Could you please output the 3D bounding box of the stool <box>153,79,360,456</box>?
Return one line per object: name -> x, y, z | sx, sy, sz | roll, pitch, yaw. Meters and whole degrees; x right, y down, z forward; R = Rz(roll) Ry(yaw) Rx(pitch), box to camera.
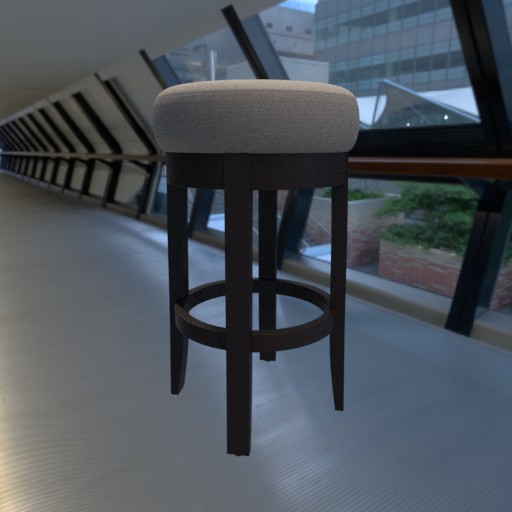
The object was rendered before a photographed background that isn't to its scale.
stool -> 0.000, 0.000, 1.046 | 0.443, 0.757, 0.443 | 0, 14, 0
